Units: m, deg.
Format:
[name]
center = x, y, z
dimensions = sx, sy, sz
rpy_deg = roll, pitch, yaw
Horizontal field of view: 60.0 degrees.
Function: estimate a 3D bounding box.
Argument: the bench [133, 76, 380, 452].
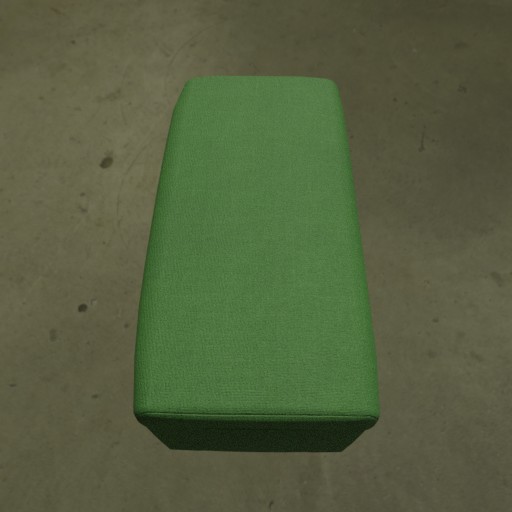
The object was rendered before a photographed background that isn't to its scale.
[bench]
center = 0.000, 0.000, 1.256
dimensions = 0.505, 0.501, 0.989
rpy_deg = 1, 58, 0
